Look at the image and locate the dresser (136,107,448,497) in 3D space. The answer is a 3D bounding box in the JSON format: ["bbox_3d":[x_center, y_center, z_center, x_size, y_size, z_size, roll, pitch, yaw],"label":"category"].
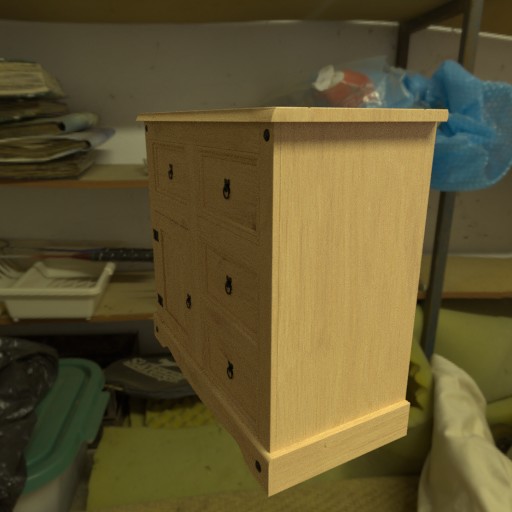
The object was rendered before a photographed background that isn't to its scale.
[{"bbox_3d":[0.000,0.000,1.351,0.440,0.835,0.915,-9,19,-27],"label":"dresser"}]
